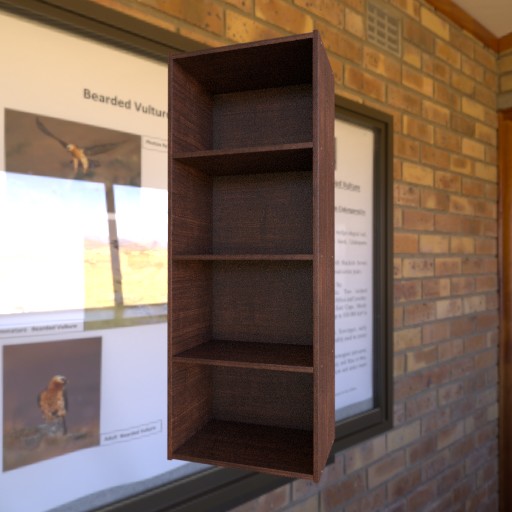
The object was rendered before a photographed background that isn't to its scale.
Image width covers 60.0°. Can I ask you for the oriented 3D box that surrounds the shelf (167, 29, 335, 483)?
[{"bbox_3d":[0.000,0.000,1.273,0.415,1.099,0.290,0,-1,18],"label":"shelf"}]
